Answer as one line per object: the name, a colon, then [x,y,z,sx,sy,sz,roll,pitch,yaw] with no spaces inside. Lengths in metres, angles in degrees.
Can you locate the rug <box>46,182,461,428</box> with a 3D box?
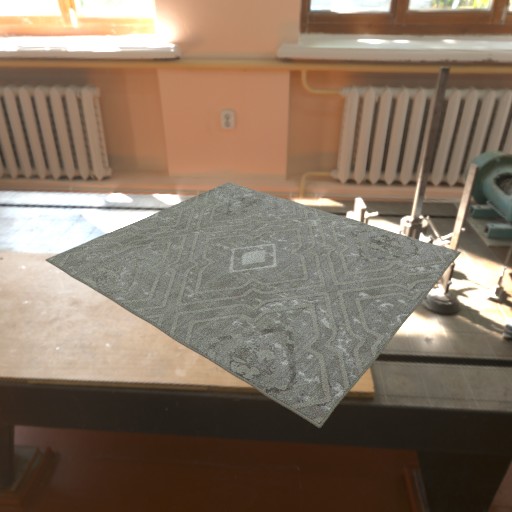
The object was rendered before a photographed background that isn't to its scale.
rug: [0.000,0.000,0.894,0.639,0.006,0.548,22,37,33]
